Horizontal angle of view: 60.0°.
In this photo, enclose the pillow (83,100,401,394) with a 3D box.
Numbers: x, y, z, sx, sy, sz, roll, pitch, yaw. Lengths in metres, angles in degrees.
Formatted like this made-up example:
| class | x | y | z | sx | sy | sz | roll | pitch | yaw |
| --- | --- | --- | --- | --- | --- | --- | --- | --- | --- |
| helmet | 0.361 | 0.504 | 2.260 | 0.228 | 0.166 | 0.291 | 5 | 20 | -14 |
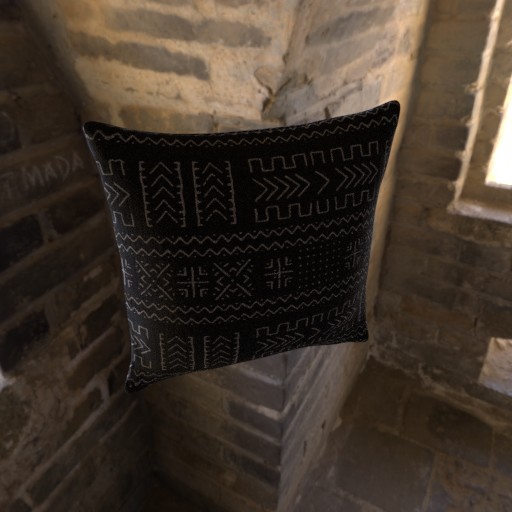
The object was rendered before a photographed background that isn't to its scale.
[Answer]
| class | x | y | z | sx | sy | sz | roll | pitch | yaw |
| --- | --- | --- | --- | --- | --- | --- | --- | --- | --- |
| pillow | 0.000 | 0.000 | 0.671 | 0.438 | 0.430 | 0.164 | -9 | 29 | -16 |
